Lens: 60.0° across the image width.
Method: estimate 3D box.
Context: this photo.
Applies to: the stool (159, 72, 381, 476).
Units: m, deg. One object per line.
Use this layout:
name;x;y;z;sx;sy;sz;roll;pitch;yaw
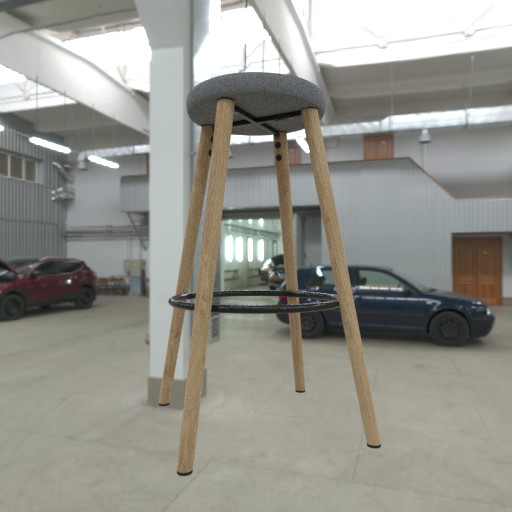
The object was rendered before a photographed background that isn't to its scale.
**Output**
stool;0.000;0.000;1.027;0.410;0.770;0.410;0;0;-17
